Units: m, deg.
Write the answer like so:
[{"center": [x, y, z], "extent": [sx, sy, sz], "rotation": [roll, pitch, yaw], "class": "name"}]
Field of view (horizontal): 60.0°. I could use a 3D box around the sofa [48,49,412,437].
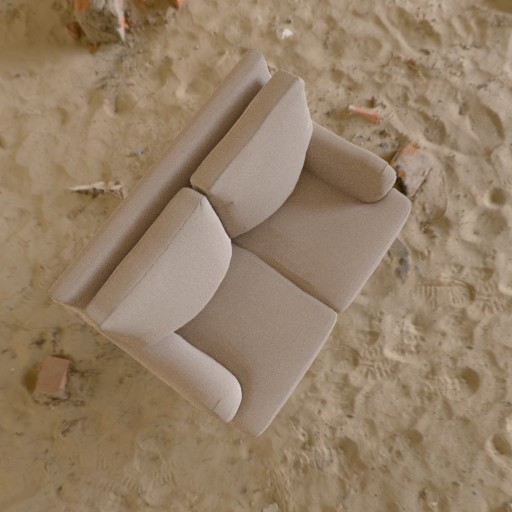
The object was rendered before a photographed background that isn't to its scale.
[{"center": [0.000, 0.000, 2.298], "extent": [1.087, 1.048, 1.508], "rotation": [35, 79, 8], "class": "sofa"}]
